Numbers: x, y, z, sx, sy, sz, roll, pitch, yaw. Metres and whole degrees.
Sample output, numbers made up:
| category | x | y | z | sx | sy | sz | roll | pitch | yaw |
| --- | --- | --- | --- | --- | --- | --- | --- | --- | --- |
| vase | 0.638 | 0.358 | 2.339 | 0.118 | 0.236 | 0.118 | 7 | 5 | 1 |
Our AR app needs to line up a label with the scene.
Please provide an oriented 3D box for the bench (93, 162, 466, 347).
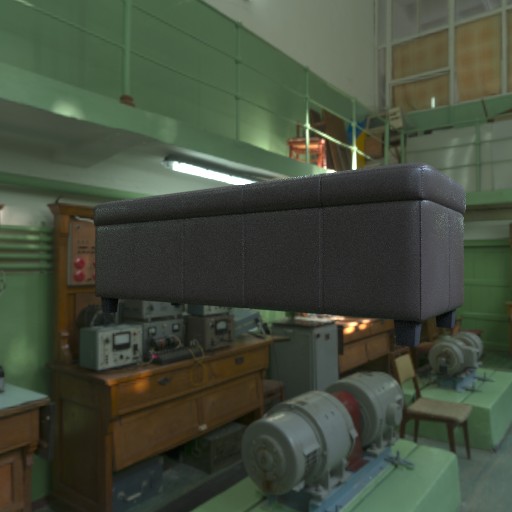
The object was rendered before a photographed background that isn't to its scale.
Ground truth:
| category | x | y | z | sx | sy | sz | roll | pitch | yaw |
| --- | --- | --- | --- | --- | --- | --- | --- | --- | --- |
| bench | 0.000 | 0.000 | 1.472 | 1.219 | 0.417 | 0.450 | -1 | -1 | 36 |
